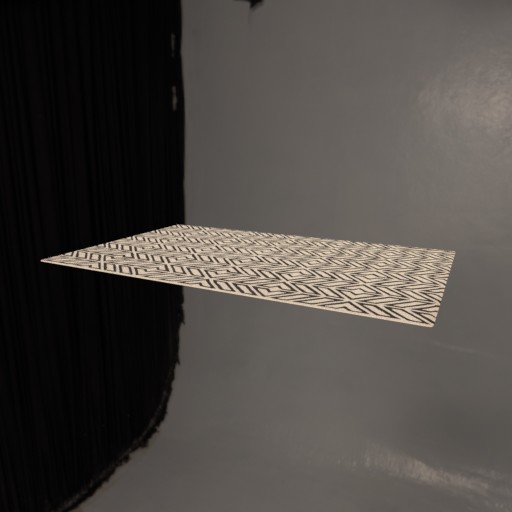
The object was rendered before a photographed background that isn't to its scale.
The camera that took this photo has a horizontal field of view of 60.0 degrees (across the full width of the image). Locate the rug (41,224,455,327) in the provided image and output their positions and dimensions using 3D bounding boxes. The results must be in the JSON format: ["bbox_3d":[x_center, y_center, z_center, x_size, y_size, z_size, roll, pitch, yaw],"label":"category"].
[{"bbox_3d":[0.000,0.000,3.054,2.438,0.008,1.523,7,16,26],"label":"rug"}]
